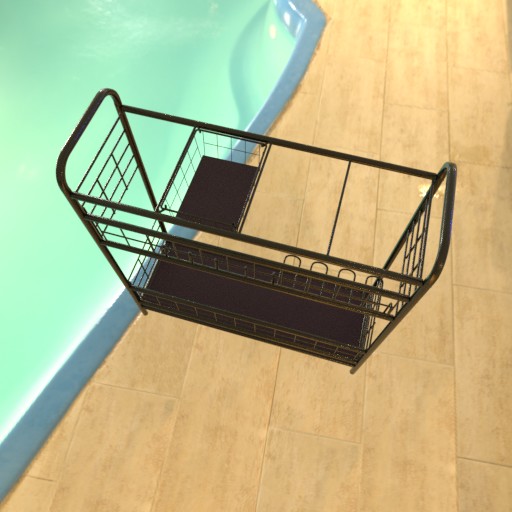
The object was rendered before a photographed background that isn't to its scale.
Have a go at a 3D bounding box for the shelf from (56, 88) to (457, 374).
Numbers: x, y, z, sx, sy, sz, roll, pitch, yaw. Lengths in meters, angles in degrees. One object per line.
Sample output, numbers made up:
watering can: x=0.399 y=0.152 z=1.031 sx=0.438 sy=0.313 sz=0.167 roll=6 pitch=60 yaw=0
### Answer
shelf: x=0.000 y=0.000 z=1.541 sx=0.961 sy=1.026 sz=0.350 roll=14 pitch=64 yaw=7
